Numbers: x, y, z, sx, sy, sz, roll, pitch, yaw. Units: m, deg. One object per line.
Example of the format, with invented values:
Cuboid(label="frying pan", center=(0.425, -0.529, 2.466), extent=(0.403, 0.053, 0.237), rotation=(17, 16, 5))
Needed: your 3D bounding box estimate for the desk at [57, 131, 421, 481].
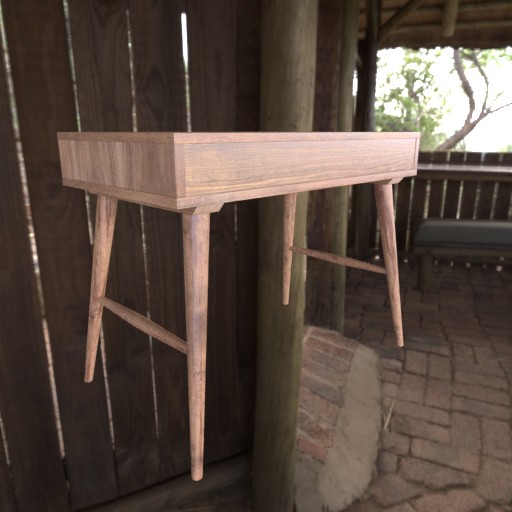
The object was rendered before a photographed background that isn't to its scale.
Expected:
Cuboid(label="desk", center=(0.000, 0.000, 1.408), extent=(0.949, 0.758, 0.588), rotation=(-15, 22, -42))
